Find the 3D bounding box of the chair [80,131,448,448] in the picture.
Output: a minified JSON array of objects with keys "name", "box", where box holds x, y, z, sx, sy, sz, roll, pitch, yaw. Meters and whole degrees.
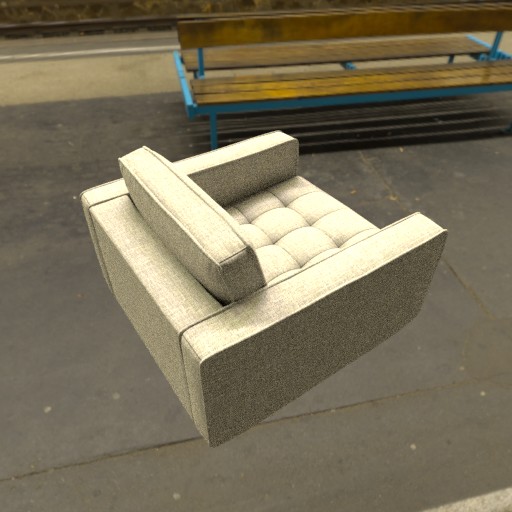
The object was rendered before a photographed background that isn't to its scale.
[{"name":"chair","box":[0.000,0.000,1.592,0.914,0.765,0.889,-24,46,-26]}]
